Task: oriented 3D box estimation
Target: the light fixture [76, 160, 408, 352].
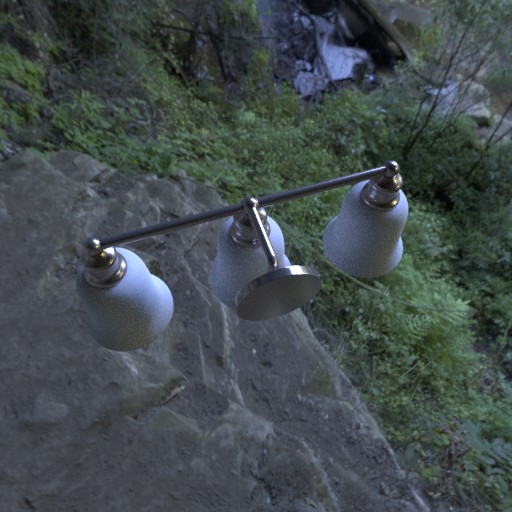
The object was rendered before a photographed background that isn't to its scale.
[{"bbox_3d":[0.000,0.000,0.669,0.570,0.211,0.198,-16,60,-9],"label":"light fixture"}]
